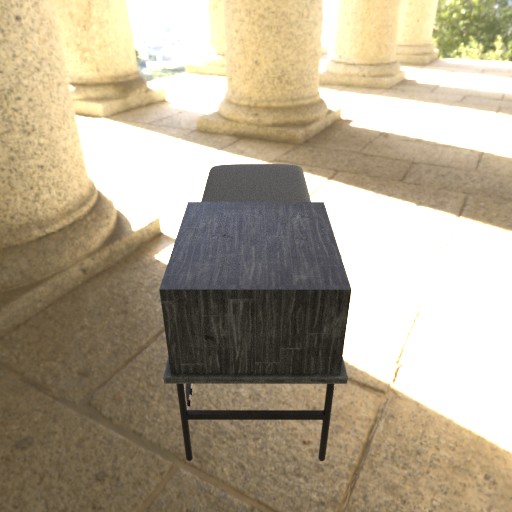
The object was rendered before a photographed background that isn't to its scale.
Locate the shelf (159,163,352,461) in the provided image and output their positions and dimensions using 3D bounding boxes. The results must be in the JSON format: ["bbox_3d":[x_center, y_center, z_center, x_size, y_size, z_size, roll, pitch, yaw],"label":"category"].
[{"bbox_3d":[0.000,0.000,1.638,0.457,0.633,1.342,0,31,0],"label":"shelf"}]
